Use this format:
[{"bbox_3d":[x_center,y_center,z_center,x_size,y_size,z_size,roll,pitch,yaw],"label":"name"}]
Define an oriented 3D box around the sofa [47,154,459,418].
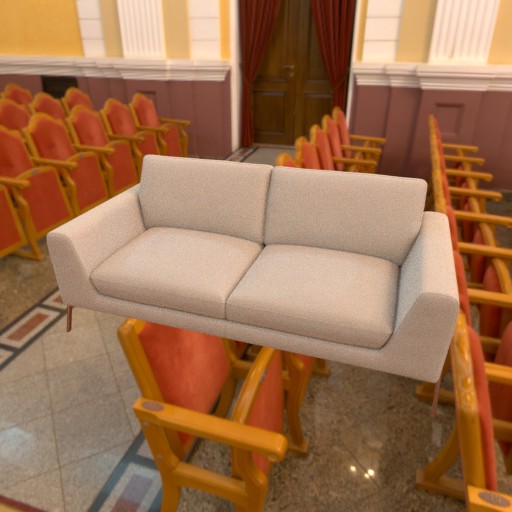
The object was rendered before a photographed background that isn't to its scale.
[{"bbox_3d":[0.000,0.000,2.478,2.017,0.875,0.953,9,28,16],"label":"sofa"}]
